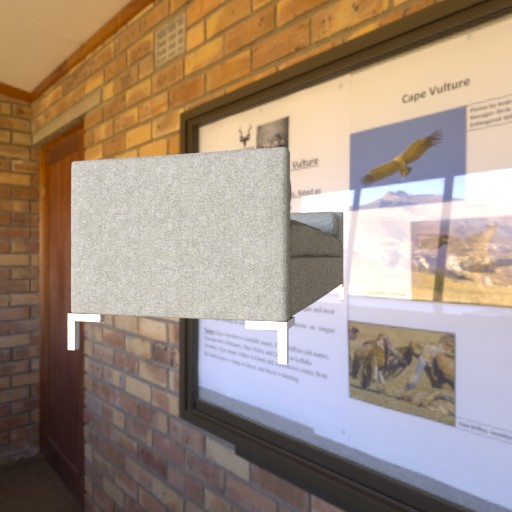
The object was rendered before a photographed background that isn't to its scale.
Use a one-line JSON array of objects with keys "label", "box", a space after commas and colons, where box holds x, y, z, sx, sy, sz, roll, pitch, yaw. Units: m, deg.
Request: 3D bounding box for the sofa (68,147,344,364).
[{"label": "sofa", "box": [0.000, 0.000, 2.431, 0.797, 0.657, 2.102, 0, 0, 16]}]
